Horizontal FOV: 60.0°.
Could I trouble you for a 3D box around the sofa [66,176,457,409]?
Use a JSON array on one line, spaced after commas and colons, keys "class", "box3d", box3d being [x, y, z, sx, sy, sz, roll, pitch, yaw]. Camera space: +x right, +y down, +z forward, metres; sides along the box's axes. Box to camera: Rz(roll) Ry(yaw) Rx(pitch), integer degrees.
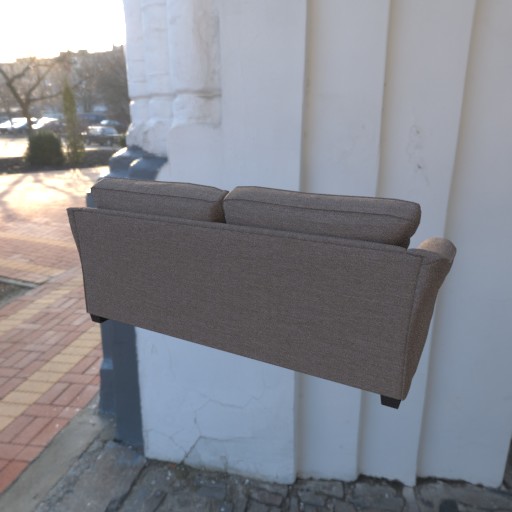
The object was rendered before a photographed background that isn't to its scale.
[{"class": "sofa", "box3d": [0.000, 0.000, 2.782, 2.270, 0.965, 0.980, 9, 19, 27]}]
